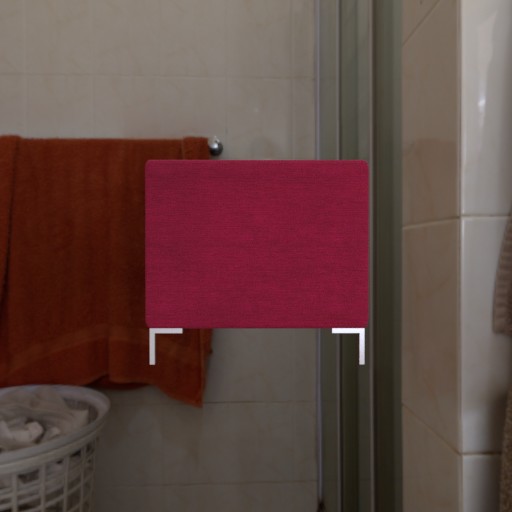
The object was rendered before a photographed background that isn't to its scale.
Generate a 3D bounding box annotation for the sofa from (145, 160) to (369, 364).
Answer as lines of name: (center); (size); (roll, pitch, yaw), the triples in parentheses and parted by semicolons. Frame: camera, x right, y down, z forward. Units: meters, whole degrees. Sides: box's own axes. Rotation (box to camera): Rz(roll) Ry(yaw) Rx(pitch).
sofa: (0.000, 0.000, 2.324); (0.686, 0.635, 1.981); (0, 1, 0)
